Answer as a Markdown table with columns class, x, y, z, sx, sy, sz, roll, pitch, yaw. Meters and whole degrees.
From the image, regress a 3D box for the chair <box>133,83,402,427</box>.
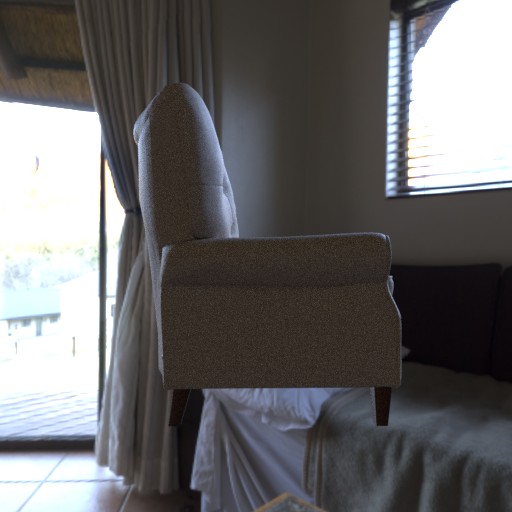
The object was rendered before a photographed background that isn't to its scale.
| class | x | y | z | sx | sy | sz | roll | pitch | yaw |
| --- | --- | --- | --- | --- | --- | --- | --- | --- | --- |
| chair | 0.000 | 0.000 | 1.919 | 1.025 | 1.209 | 0.942 | 0 | -1 | -1 |
